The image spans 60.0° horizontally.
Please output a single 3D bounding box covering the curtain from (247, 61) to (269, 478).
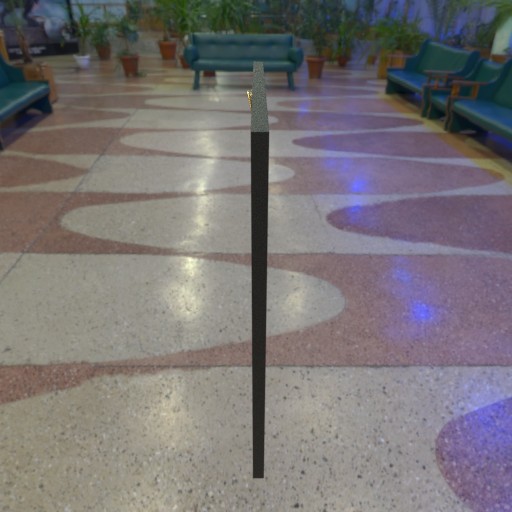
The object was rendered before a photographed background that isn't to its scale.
[{"bbox_3d":[0.000,0.000,0.803,0.027,0.585,0.483,0,31,0],"label":"curtain"}]
